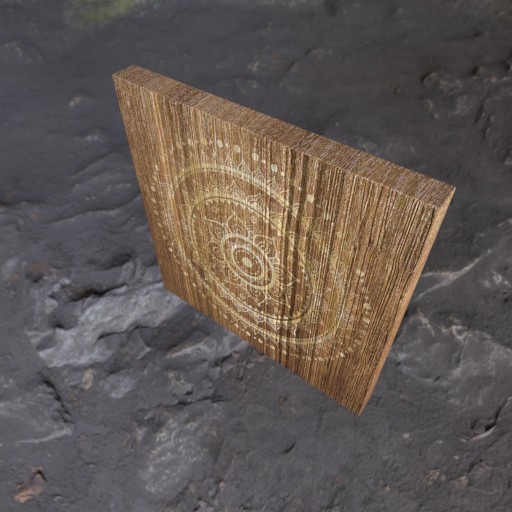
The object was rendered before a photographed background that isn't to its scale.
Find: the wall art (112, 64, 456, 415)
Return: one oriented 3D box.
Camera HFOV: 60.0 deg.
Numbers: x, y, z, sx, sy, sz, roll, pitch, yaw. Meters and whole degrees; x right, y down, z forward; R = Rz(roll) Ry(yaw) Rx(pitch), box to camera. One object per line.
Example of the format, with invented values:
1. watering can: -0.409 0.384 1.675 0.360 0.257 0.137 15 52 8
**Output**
1. wall art: 0.000 0.000 0.601 0.406 0.403 0.039 29 53 24
